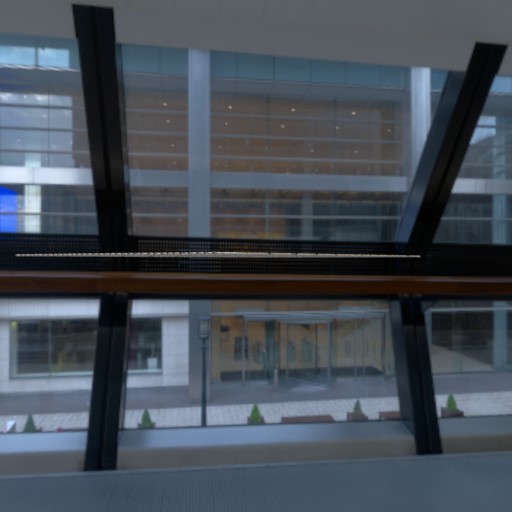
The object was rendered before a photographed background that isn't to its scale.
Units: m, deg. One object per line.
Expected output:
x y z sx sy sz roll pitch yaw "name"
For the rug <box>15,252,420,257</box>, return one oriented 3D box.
0.000 0.000 2.423 1.196 0.008 2.006 0 0 36 "rug"
